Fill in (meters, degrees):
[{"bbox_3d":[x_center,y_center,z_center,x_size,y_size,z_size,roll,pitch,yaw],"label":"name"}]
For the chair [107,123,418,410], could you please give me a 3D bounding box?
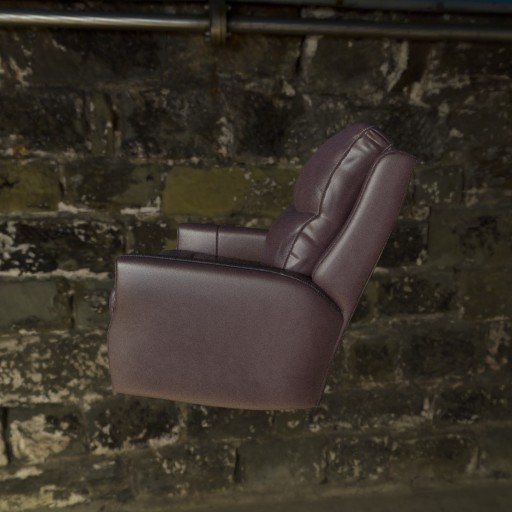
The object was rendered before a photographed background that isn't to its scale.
[{"bbox_3d":[0.000,0.000,1.825,1.080,1.030,0.829,2,14,8],"label":"chair"}]
